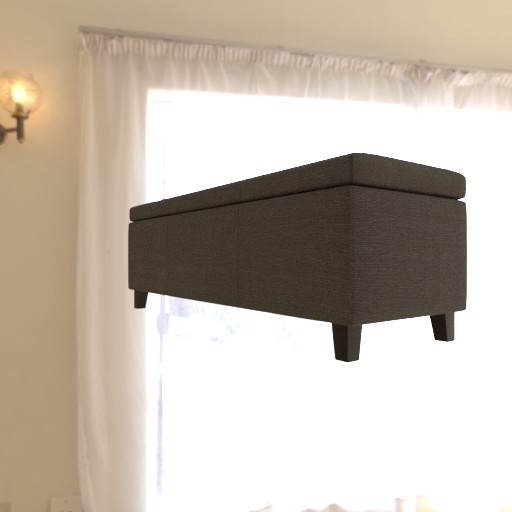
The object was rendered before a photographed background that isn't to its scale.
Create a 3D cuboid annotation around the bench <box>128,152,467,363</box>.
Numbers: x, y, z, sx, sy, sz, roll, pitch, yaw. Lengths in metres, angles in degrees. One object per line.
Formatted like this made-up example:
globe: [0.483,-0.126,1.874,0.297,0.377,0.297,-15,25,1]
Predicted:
bench: [0.000,0.000,1.505,0.446,0.438,1.269,0,0,-36]
